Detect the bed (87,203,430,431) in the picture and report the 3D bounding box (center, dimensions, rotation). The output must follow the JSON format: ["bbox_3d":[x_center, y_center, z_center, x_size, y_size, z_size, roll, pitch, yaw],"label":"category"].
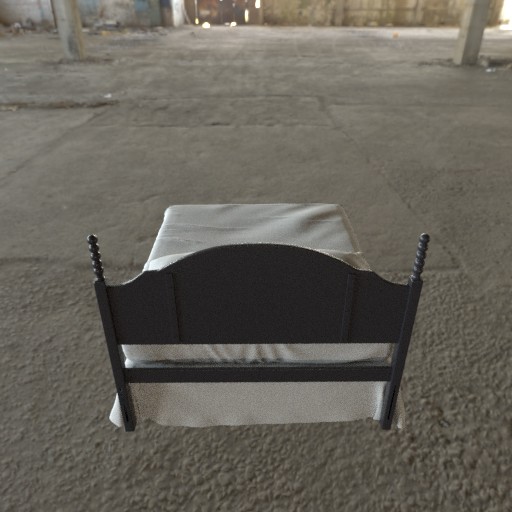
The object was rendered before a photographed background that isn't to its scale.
[{"bbox_3d":[0.000,0.000,3.308,1.873,1.356,2.040,0,30,0],"label":"bed"}]
